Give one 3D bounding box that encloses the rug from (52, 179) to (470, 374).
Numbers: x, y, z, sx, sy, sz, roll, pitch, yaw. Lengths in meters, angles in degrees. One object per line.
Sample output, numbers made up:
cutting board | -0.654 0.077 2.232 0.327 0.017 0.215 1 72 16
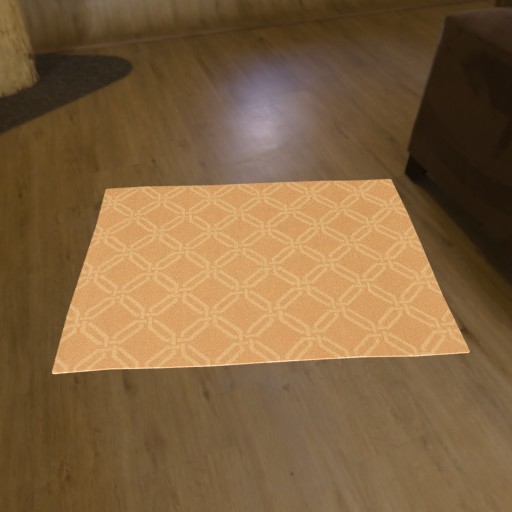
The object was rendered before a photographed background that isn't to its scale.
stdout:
rug | 0.000 0.000 2.764 2.135 0.013 1.524 -2 46 -2
